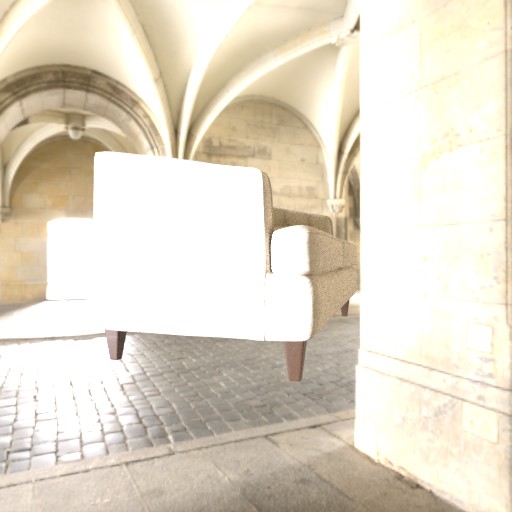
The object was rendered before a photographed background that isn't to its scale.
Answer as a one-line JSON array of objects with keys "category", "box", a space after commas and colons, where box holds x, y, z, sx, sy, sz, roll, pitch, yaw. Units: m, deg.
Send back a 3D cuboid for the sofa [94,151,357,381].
[{"category": "sofa", "box": [0.000, 0.000, 2.267, 0.941, 0.855, 1.733, 0, 0, 17]}]
